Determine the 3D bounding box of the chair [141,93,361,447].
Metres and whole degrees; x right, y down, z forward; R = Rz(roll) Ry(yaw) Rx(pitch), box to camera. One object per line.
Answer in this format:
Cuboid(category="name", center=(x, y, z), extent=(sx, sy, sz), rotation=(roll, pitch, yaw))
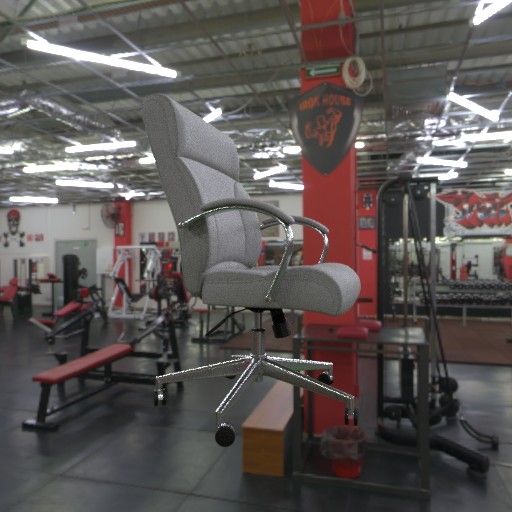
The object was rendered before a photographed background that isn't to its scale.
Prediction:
Cuboid(category="chair", center=(0.000, 0.000, 1.618), extent=(0.745, 1.099, 0.727), rotation=(0, 0, 19))
